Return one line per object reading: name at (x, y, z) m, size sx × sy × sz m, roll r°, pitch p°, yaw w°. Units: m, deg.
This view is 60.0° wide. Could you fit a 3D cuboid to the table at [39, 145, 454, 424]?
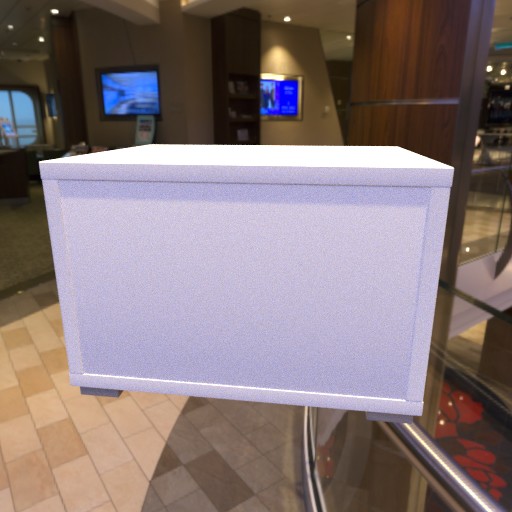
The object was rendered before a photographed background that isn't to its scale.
table at (0.000, 0.000, 0.785) m, size 0.517 × 0.357 × 0.399 m, roll 2°, pitch 17°, yaw 8°
